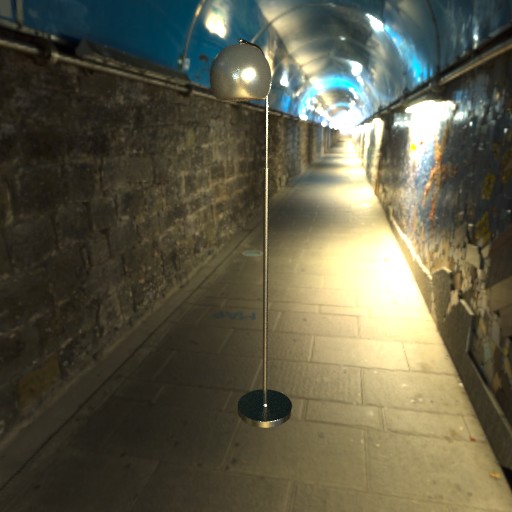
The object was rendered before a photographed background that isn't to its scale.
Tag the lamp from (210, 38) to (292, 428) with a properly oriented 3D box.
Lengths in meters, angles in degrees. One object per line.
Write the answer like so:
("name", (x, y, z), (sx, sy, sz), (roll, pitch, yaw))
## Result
("lamp", (0.000, 0.000, 1.745), (0.250, 1.526, 0.431), (8, 18, 26))
